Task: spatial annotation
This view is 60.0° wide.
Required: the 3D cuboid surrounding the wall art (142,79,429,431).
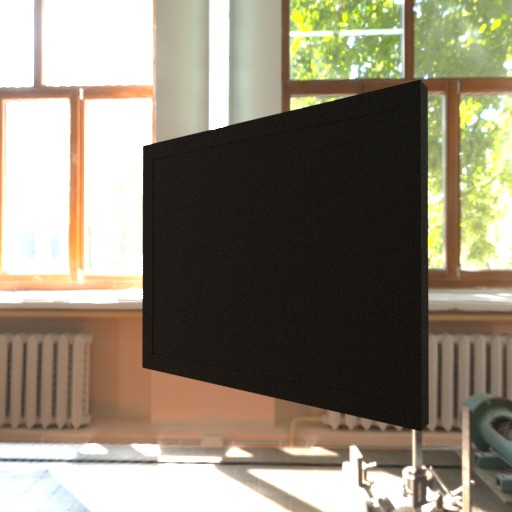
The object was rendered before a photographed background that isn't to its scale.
[{"bbox_3d":[0.000,0.000,0.545,0.404,0.329,0.024,0,-1,37],"label":"wall art"}]
